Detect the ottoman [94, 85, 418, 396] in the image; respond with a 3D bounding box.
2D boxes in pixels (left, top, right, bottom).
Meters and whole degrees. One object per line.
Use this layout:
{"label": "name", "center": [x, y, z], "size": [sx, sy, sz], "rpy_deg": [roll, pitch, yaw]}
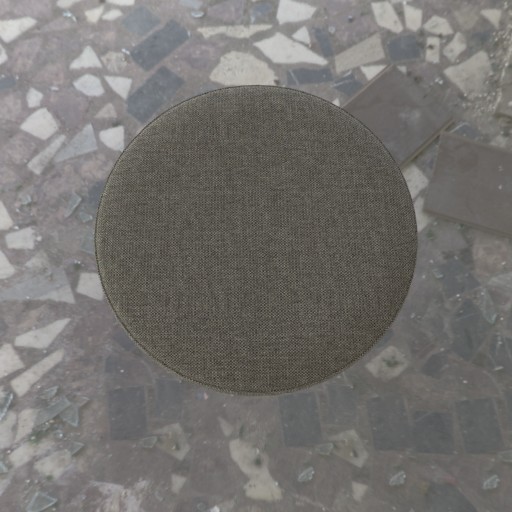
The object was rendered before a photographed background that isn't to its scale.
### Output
{"label": "ottoman", "center": [0.000, 0.000, 0.885], "size": [0.520, 0.430, 0.520], "rpy_deg": [0, 75, 0]}
